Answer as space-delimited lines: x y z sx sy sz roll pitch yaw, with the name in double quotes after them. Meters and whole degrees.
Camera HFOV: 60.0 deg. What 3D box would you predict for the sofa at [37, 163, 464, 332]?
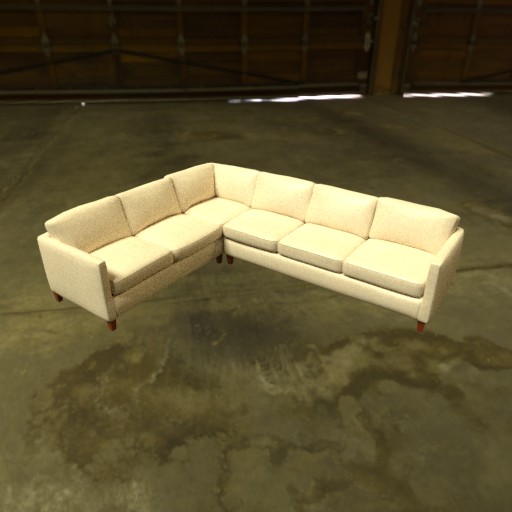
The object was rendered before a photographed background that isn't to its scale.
0.000 0.000 4.364 3.302 0.947 2.593 18 33 30 "sofa"
